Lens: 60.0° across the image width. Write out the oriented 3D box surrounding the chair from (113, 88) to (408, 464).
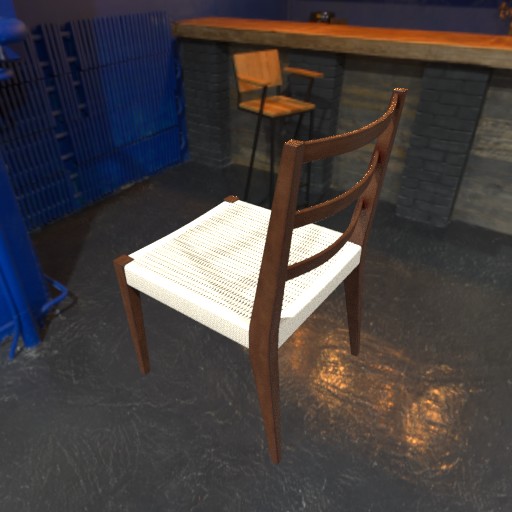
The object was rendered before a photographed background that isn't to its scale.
[{"bbox_3d":[0.000,0.000,1.154,0.551,0.813,0.480,21,39,30],"label":"chair"}]
